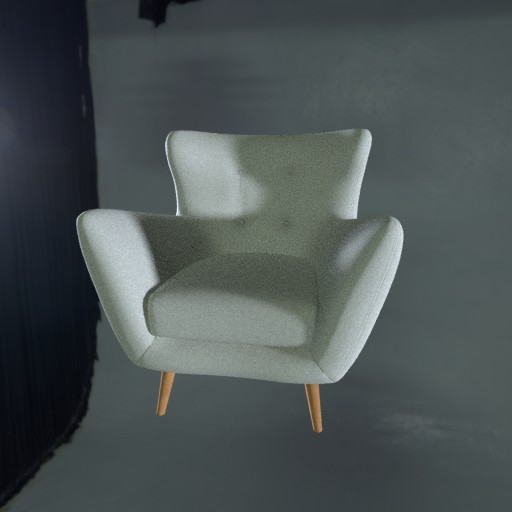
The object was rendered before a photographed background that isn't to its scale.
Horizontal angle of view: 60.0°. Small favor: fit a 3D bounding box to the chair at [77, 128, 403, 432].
[{"bbox_3d":[0.000,0.000,1.575,0.890,0.889,0.889,2,13,10],"label":"chair"}]
